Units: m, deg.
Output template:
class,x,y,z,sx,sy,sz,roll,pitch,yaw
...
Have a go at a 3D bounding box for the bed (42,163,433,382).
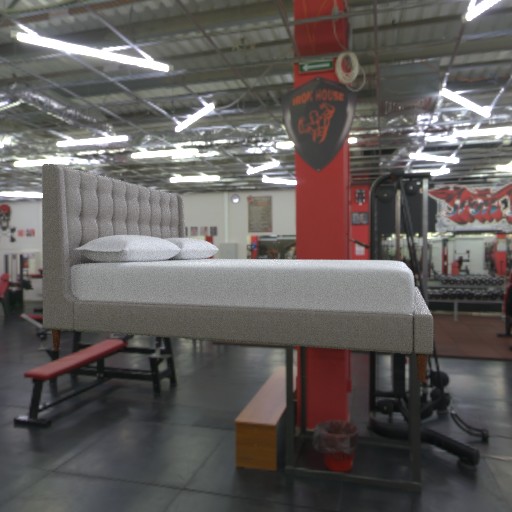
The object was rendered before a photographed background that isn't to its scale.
class,x,y,z,sx,sy,sz,roll,pitch,yaw
bed,0.000,0.000,3.146,2.232,1.147,1.656,0,1,18
